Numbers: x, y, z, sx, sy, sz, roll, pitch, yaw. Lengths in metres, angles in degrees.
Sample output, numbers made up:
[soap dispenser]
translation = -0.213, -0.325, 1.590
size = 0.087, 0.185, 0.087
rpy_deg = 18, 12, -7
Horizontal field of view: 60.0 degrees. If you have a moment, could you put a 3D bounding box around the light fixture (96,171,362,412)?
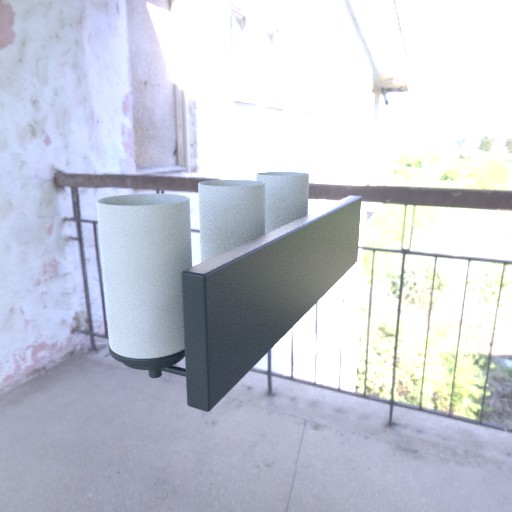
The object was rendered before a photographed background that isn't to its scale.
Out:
[light fixture]
translation = 0.000, 0.000, 0.534
size = 0.145, 0.172, 0.451
rpy_deg = 7, 17, 25
